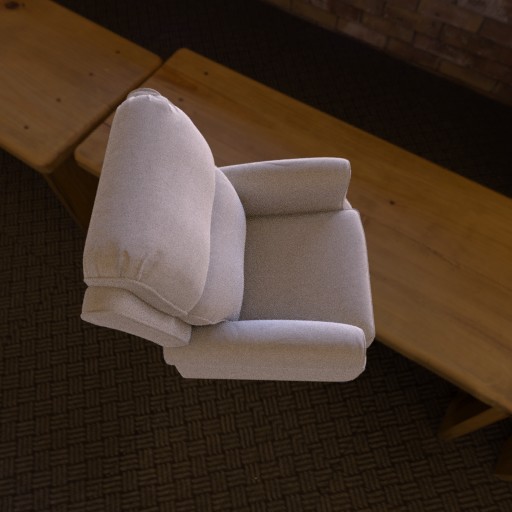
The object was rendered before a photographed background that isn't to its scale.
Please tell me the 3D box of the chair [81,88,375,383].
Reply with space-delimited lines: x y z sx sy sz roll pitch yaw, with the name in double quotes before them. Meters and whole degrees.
"chair" 0.000 0.000 1.693 0.919 1.046 0.859 1 63 1
